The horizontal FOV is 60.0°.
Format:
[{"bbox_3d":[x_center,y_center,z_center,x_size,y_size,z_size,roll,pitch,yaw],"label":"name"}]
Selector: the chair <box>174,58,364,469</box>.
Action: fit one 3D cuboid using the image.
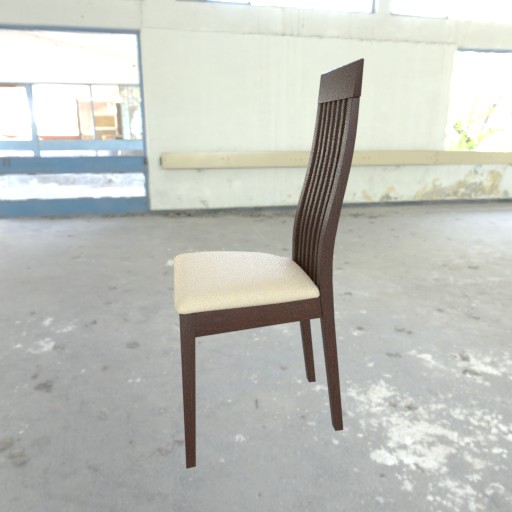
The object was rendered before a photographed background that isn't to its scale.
[{"bbox_3d":[0.000,0.000,1.284,0.474,1.027,0.460,-3,16,-10],"label":"chair"}]
